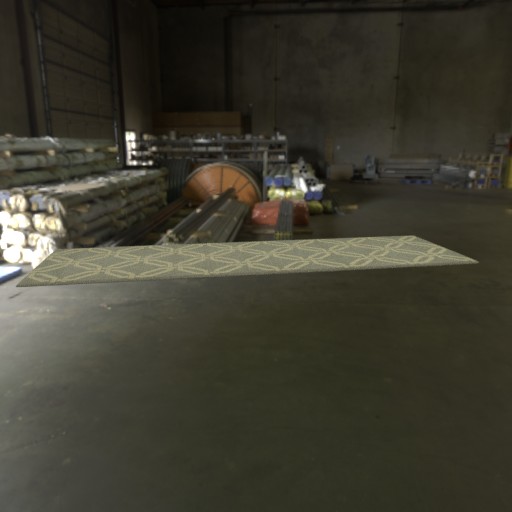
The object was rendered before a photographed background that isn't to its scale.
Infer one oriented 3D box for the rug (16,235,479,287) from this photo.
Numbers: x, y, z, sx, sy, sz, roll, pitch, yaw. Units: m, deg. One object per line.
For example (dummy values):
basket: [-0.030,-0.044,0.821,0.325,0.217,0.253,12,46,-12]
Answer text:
rug: [0.000,0.000,2.471,2.276,0.014,0.678,-3,15,-10]
